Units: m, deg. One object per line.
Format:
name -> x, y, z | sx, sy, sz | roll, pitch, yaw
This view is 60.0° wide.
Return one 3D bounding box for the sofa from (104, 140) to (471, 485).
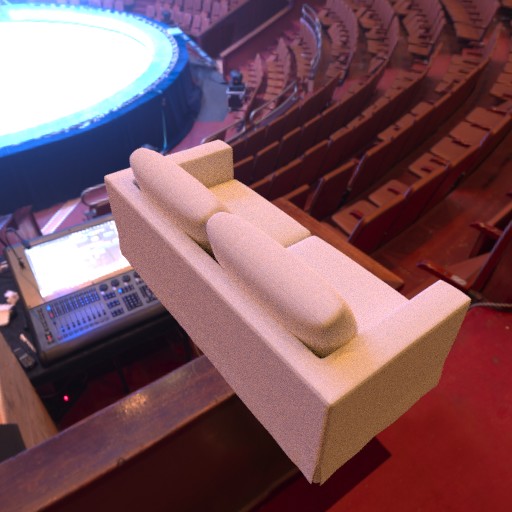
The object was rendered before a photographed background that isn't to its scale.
sofa -> 0.000, 0.000, 2.638 | 0.954, 0.881, 2.163 | -26, 46, -28
